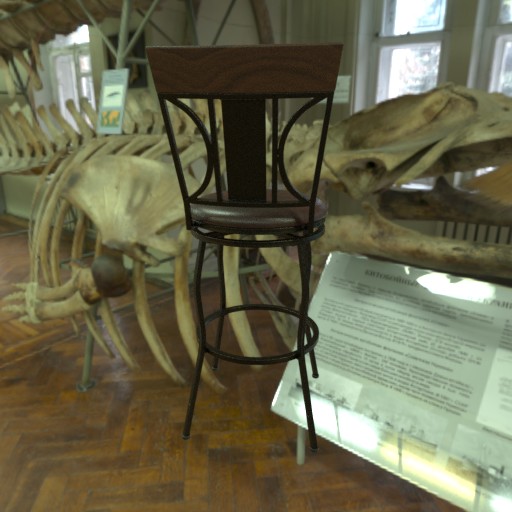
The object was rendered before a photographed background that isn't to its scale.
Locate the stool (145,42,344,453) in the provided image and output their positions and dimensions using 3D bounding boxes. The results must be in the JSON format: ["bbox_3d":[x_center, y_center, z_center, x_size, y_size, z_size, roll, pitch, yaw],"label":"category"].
[{"bbox_3d":[0.000,0.000,1.373,0.448,1.130,0.513,2,18,8],"label":"stool"}]
